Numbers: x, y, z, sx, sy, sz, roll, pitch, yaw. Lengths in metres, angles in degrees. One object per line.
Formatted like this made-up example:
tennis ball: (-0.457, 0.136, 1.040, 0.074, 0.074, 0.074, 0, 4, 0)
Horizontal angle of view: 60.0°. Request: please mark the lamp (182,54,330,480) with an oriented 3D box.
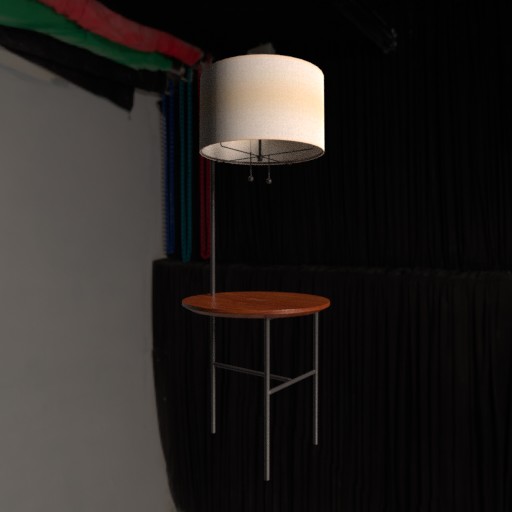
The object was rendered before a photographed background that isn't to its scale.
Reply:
lamp: (0.000, 0.000, 1.737, 0.573, 1.517, 0.573, 0, 2, 0)
